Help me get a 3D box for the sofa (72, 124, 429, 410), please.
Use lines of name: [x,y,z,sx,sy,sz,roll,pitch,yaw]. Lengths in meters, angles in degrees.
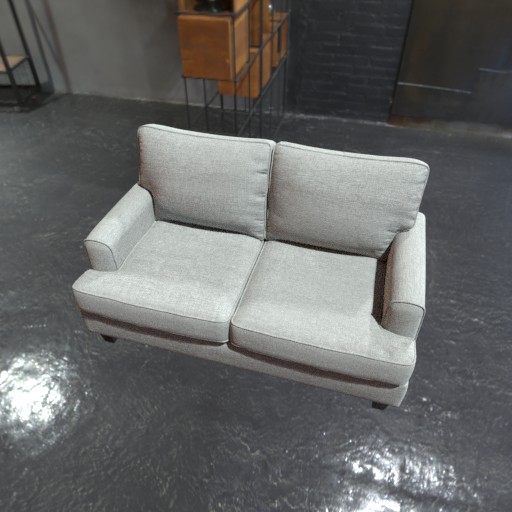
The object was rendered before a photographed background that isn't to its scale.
sofa: [0.000,0.000,2.288,1.651,0.965,0.965,11,42,12]
